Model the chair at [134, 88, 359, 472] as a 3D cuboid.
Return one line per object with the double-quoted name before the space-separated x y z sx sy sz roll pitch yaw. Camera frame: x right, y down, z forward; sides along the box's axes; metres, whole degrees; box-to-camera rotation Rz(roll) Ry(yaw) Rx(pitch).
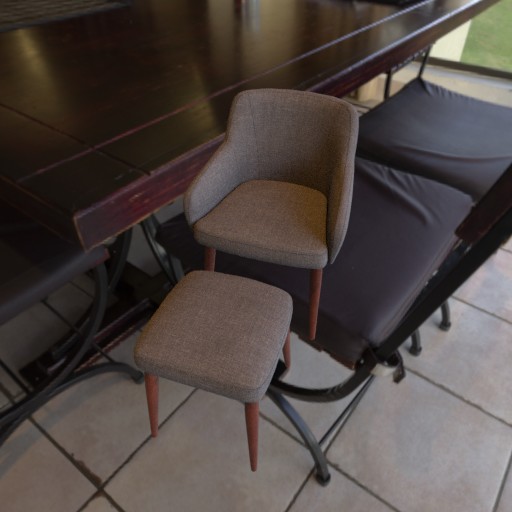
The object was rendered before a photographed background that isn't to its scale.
"chair" 0.000 0.000 1.571 0.584 0.799 1.107 12 42 14
